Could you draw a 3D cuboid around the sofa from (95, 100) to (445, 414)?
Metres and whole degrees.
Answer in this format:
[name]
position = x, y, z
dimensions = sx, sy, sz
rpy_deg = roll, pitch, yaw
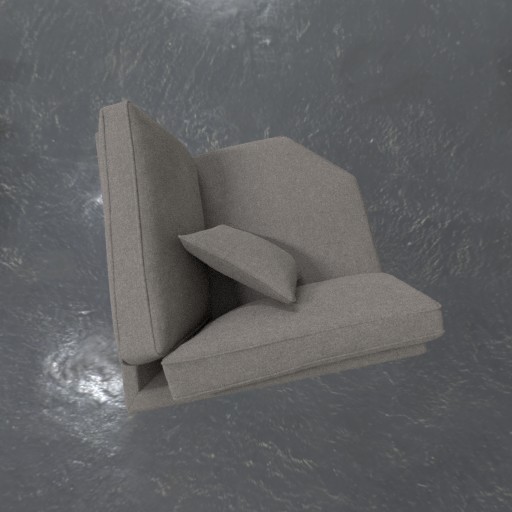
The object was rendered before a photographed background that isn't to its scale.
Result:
[sofa]
position = 0.000, 0.000, 1.858
dimensions = 1.050, 0.951, 1.042
rpy_deg = -10, 75, -3
